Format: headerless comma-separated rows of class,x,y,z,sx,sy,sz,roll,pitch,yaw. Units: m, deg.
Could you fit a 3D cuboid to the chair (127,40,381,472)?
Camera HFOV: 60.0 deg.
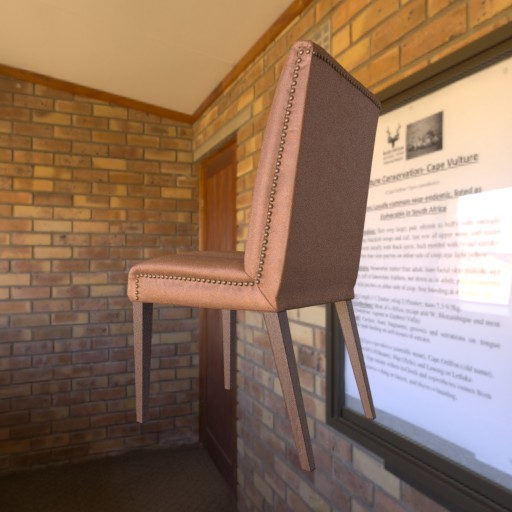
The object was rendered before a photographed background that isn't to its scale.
chair,0.000,0.000,1.383,0.647,1.016,0.511,-1,-1,35
